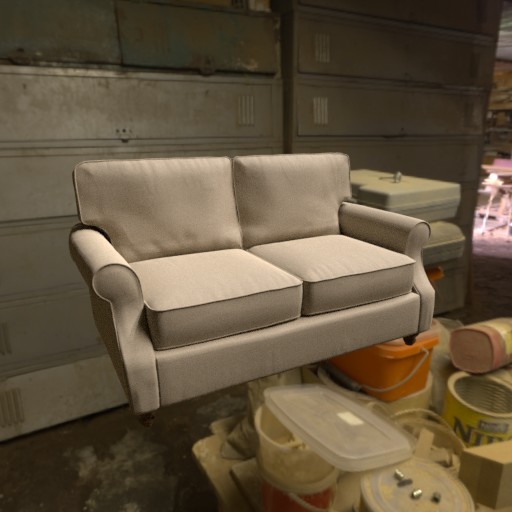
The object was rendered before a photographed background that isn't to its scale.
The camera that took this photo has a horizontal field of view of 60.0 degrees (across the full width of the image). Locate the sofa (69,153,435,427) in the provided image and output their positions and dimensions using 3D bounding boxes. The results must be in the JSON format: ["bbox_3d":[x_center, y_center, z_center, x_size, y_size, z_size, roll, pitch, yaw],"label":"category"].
[{"bbox_3d":[0.000,0.000,2.188,1.665,0.937,0.964,-8,18,-27],"label":"sofa"}]
